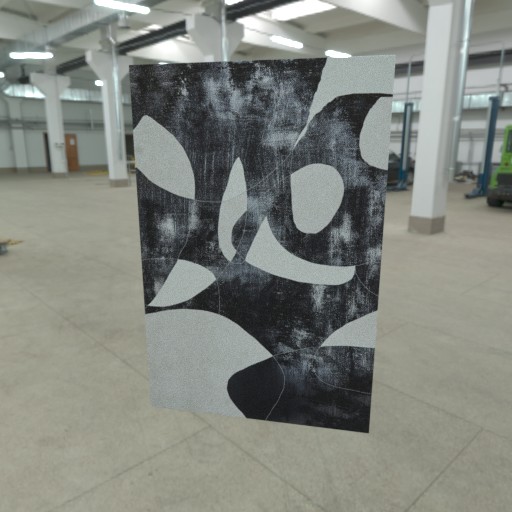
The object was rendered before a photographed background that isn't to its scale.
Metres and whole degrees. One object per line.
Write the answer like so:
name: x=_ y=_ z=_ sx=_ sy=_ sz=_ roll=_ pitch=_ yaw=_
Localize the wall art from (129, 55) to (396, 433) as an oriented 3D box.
wall art: x=0.000 y=0.000 z=1.124 sx=0.610 sy=0.915 sz=0.041 roll=3 pitch=14 yaw=11
